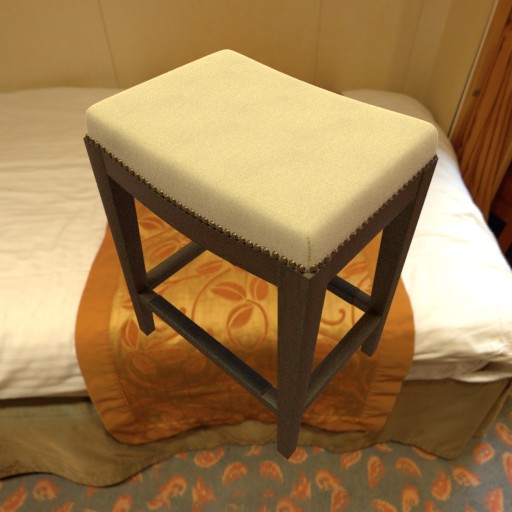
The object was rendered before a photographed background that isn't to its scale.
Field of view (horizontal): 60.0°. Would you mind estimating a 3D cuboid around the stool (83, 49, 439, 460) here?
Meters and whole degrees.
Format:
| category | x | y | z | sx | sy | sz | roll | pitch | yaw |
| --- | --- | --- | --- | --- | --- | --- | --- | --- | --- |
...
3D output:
| category | x | y | z | sx | sy | sz | roll | pitch | yaw |
| --- | --- | --- | --- | --- | --- | --- | --- | --- | --- |
| stool | 0.000 | 0.000 | 0.924 | 0.500 | 0.642 | 0.361 | 33 | 54 | 27 |
